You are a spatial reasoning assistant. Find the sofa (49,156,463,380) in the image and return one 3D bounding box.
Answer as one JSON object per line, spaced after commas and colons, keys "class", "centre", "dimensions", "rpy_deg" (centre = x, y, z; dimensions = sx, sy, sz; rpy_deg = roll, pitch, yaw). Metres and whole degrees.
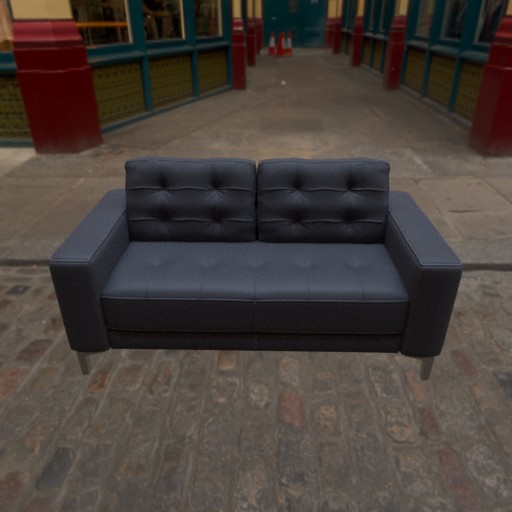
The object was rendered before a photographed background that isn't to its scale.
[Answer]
{"class": "sofa", "centre": [0.000, 0.000, 2.228], "dimensions": [1.726, 0.893, 0.833], "rpy_deg": [1, 29, 1]}
